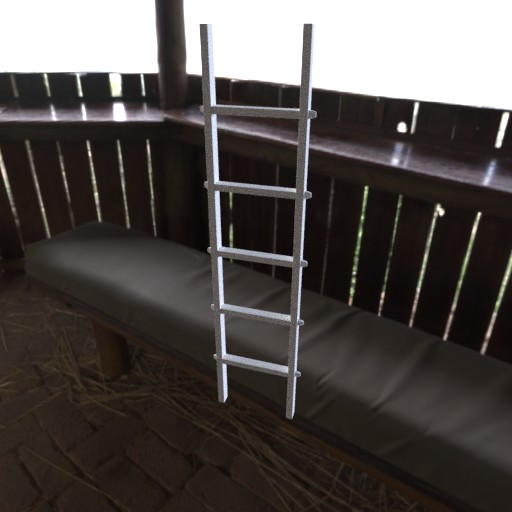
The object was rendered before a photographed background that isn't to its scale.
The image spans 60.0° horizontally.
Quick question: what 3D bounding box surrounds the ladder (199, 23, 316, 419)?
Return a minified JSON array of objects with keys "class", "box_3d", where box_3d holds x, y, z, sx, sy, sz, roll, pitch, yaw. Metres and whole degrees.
[{"class":"ladder","box_3d":[0.000,0.000,1.934,0.452,1.797,0.051,8,28,15]}]
